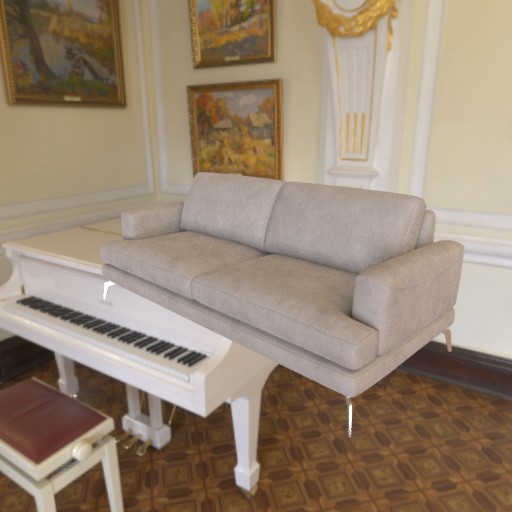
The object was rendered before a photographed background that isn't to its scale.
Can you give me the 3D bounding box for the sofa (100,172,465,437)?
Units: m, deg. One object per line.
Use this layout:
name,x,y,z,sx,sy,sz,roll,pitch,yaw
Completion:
sofa,0.000,0.000,2.577,2.013,0.830,0.980,16,22,43
